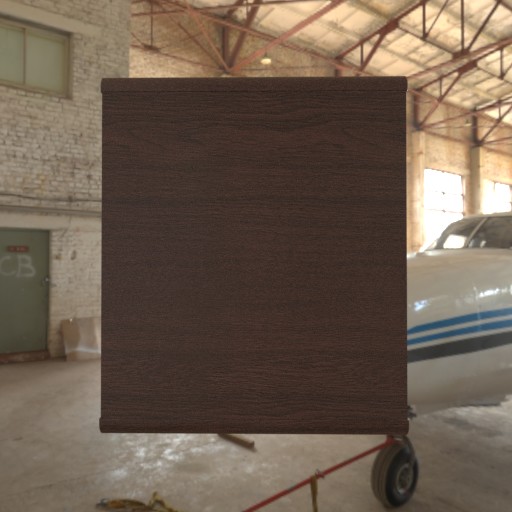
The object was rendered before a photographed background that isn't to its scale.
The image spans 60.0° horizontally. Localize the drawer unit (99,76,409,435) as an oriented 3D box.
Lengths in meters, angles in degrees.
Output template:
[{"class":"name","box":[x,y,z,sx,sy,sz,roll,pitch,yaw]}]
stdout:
[{"class":"drawer unit","box":[0.000,0.000,0.587,0.290,0.344,0.344,0,-1,1]}]
